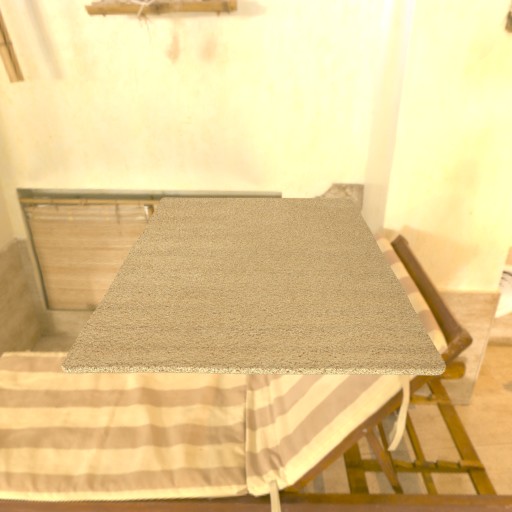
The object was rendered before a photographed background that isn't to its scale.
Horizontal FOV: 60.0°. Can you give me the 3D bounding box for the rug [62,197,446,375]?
[{"bbox_3d":[0.000,0.000,2.081,1.199,0.025,1.600,0,27,0],"label":"rug"}]
